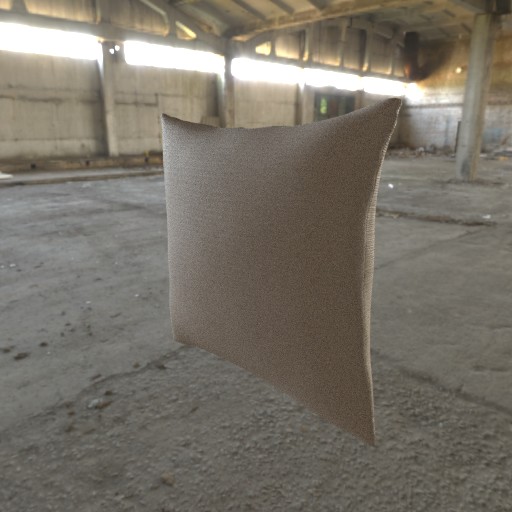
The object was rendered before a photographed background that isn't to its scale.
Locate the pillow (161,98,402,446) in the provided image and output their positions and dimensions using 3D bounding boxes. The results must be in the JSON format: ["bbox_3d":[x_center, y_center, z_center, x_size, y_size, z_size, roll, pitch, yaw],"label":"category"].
[{"bbox_3d":[0.000,0.000,0.775,0.204,0.497,0.512,-15,22,-43],"label":"pillow"}]
